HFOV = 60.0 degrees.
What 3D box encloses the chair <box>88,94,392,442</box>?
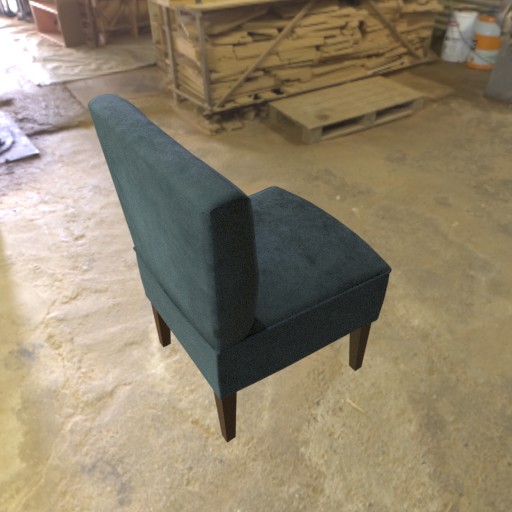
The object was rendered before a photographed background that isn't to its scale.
[{"bbox_3d":[0.000,0.000,1.160,0.551,0.806,0.521,-24,46,-26],"label":"chair"}]
